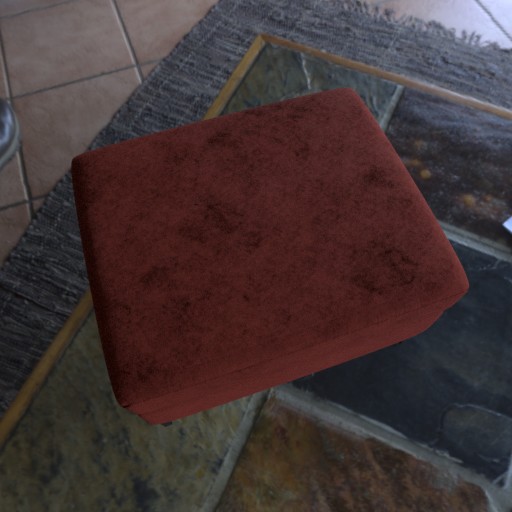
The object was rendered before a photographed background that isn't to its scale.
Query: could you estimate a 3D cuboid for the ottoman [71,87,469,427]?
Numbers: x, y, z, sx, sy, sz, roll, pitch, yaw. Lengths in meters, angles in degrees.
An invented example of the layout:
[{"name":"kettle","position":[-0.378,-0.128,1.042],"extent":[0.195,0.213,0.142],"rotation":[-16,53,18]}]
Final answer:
[{"name":"ottoman","position":[0.000,0.000,1.187],"extent":[0.782,0.462,0.650],"rotation":[-17,65,-8]}]
